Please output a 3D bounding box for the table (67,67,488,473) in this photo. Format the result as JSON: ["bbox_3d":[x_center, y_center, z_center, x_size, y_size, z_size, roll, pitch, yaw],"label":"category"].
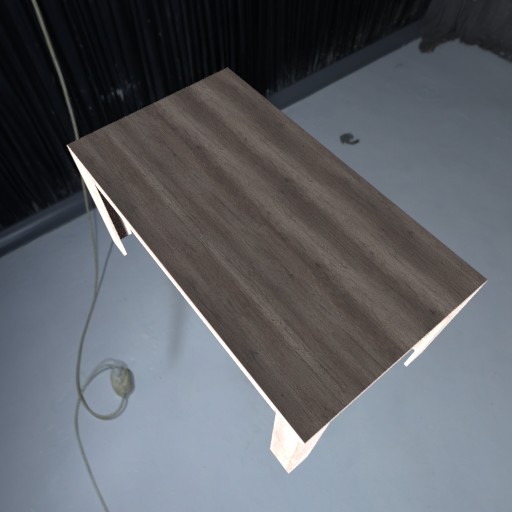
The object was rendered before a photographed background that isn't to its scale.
[{"bbox_3d":[0.000,0.000,2.137,0.900,0.775,1.600,-34,64,-19],"label":"table"}]
